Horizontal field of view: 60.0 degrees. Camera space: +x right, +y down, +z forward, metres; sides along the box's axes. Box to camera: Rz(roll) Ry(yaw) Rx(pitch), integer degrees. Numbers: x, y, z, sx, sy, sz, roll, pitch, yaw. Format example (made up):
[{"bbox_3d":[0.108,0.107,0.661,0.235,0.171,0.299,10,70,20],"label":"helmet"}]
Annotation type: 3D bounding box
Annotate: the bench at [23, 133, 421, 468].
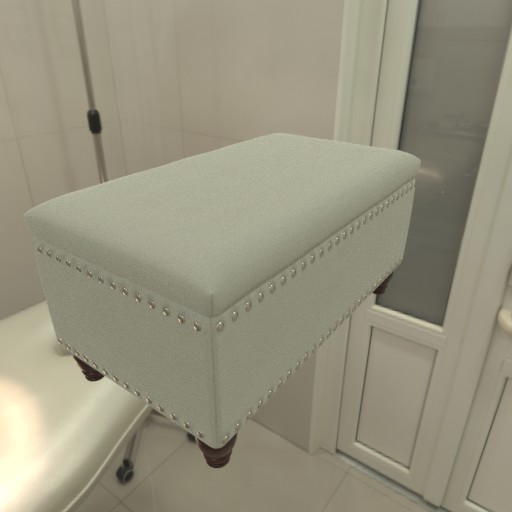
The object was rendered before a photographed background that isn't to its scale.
[{"bbox_3d":[0.000,0.000,1.144,0.500,0.449,0.887,19,33,32],"label":"bench"}]
